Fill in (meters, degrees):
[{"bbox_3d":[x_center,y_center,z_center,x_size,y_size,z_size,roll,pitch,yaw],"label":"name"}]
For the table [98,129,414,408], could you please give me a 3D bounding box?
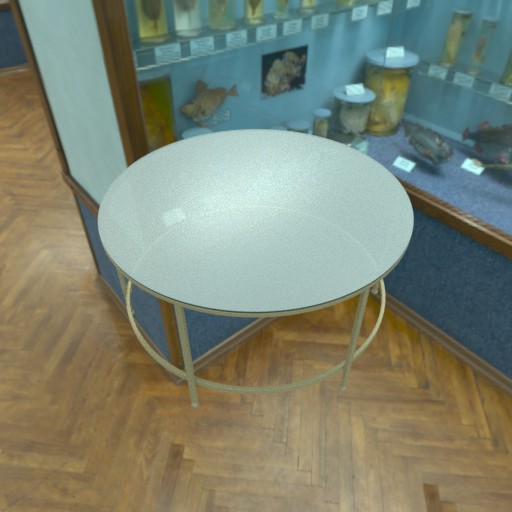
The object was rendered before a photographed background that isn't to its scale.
[{"bbox_3d":[0.000,0.000,1.479,0.914,0.470,0.914,0,41,0],"label":"table"}]
